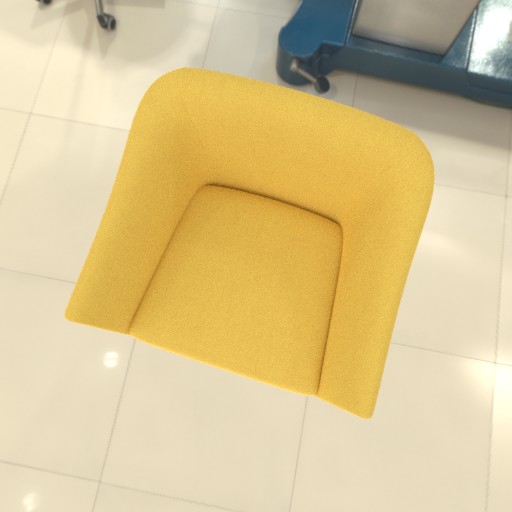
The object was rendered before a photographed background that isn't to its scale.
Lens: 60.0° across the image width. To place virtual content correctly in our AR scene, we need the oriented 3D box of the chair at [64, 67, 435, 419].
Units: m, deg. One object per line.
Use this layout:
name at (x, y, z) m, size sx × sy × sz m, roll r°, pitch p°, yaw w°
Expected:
chair at (0.000, 0.000, 1.343) m, size 0.790 × 0.720 × 0.700 m, roll 17°, pitch 78°, yaw 4°
